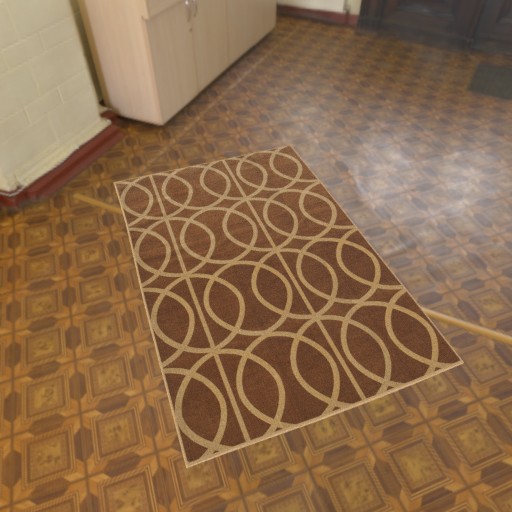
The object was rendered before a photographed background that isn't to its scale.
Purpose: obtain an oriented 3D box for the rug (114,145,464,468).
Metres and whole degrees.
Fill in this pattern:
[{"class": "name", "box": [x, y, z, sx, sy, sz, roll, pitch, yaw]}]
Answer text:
[{"class": "rug", "box": [0.000, 0.000, 2.919, 1.528, 0.014, 2.294, -15, 48, -14]}]
